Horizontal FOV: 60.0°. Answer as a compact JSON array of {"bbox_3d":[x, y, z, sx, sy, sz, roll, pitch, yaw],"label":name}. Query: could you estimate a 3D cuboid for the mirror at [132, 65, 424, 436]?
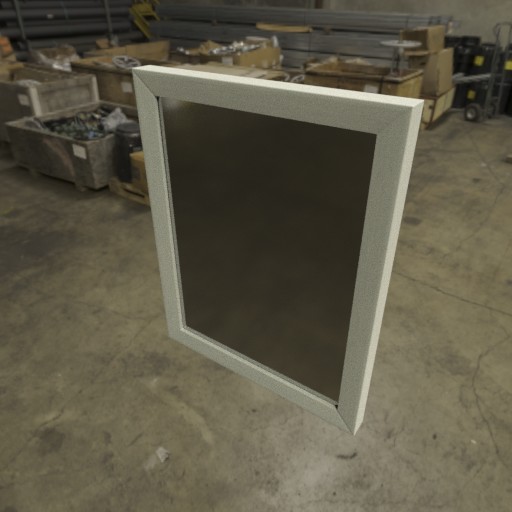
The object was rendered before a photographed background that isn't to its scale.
[{"bbox_3d":[0.000,0.000,0.681,0.405,0.508,0.041,20,37,29],"label":"mirror"}]
